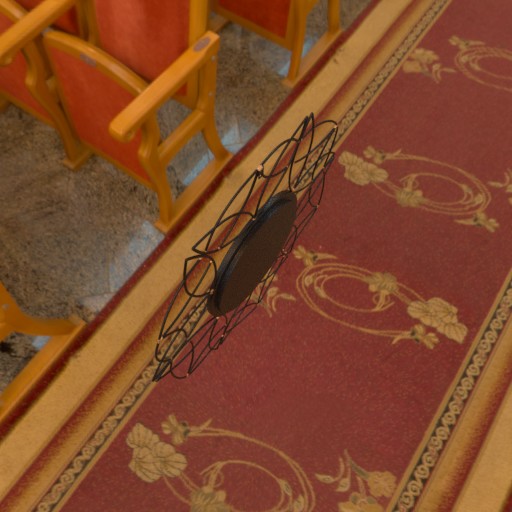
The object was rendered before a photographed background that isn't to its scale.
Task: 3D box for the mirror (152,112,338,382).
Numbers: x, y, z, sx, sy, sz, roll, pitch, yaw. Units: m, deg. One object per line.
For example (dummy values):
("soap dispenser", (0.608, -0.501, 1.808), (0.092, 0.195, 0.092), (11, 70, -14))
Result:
("mirror", (0.000, 0.000, 1.156), (0.028, 0.775, 0.797), (33, 69, 14))
